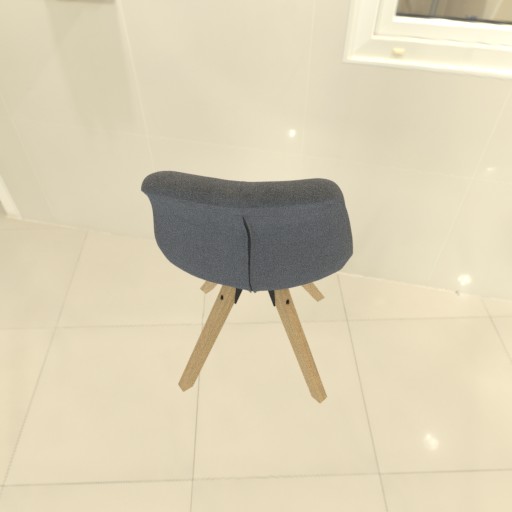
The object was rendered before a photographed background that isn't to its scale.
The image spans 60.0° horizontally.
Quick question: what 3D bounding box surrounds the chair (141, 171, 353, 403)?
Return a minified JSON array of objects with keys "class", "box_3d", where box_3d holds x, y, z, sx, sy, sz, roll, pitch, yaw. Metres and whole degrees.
[{"class":"chair","box_3d":[0.000,0.000,1.161,0.485,0.850,0.550,4,47,4]}]
